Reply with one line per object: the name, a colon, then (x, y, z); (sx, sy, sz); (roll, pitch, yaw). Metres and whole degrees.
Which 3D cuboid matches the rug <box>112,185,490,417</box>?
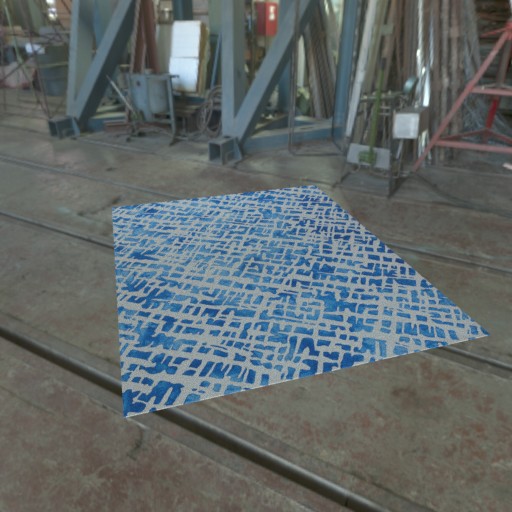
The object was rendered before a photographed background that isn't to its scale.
rug: (0.000, 0.000, 3.966); (2.435, 0.007, 3.007); (-8, 31, -14)
